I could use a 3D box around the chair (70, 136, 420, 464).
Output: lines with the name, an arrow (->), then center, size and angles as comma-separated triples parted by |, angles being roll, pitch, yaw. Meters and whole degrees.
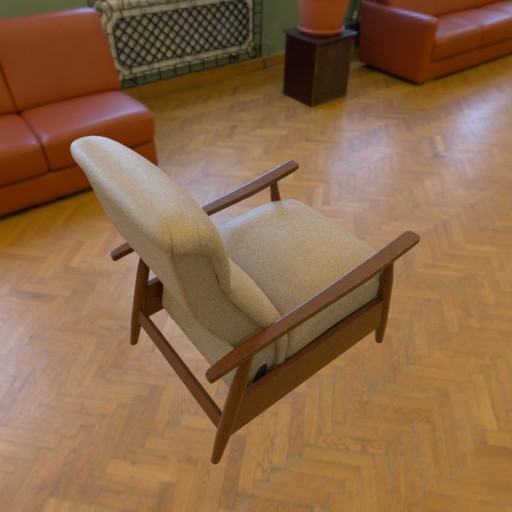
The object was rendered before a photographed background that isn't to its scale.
chair -> 0.000, 0.000, 1.754 | 1.030, 1.082, 0.762 | -27, 48, -27
